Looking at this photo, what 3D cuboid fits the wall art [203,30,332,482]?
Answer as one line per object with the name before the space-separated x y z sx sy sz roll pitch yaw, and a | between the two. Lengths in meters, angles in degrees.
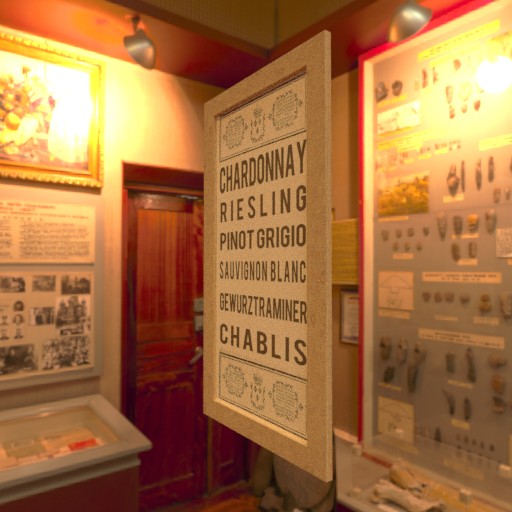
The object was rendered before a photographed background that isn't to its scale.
wall art | 0.000 0.000 0.827 0.013 0.683 0.381 1 -1 -35
